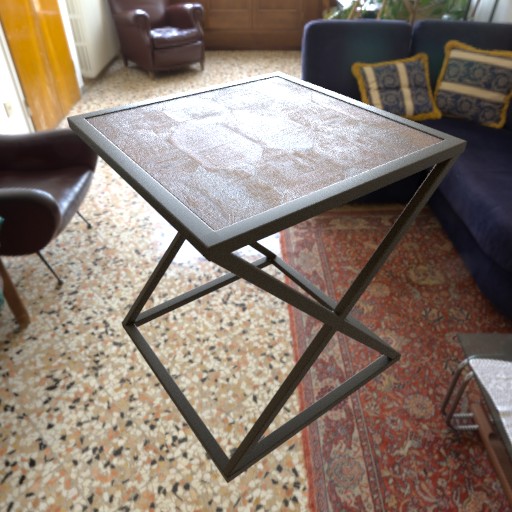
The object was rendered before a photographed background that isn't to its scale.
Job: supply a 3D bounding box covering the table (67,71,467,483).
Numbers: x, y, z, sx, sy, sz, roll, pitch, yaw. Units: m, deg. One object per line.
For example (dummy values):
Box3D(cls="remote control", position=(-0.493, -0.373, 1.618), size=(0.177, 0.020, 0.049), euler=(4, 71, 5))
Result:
Box3D(cls="table", position=(0.000, 0.000, 0.947), size=(0.500, 0.565, 0.500), euler=(-24, 44, -28))
